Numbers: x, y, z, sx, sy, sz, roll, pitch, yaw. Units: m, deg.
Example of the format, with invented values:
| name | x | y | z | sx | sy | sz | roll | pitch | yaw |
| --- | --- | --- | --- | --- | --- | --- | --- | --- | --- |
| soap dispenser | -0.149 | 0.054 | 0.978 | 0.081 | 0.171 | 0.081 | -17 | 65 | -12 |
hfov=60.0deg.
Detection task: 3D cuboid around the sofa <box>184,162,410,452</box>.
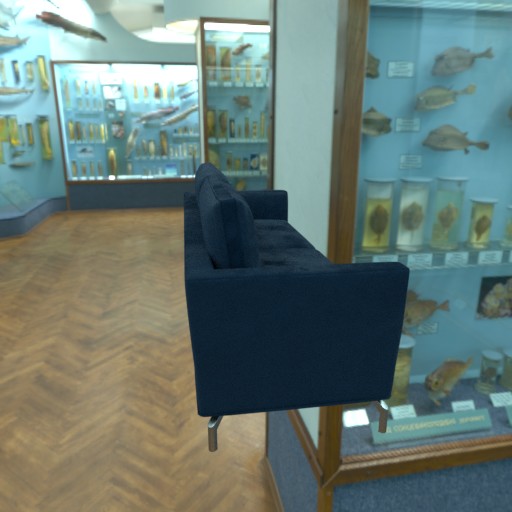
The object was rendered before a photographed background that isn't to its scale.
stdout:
| name | x | y | z | sx | sy | sz | roll | pitch | yaw |
| --- | --- | --- | --- | --- | --- | --- | --- | --- | --- |
| sofa | 0.000 | 0.000 | 2.716 | 0.853 | 0.998 | 2.212 | -3 | 17 | -9 |
